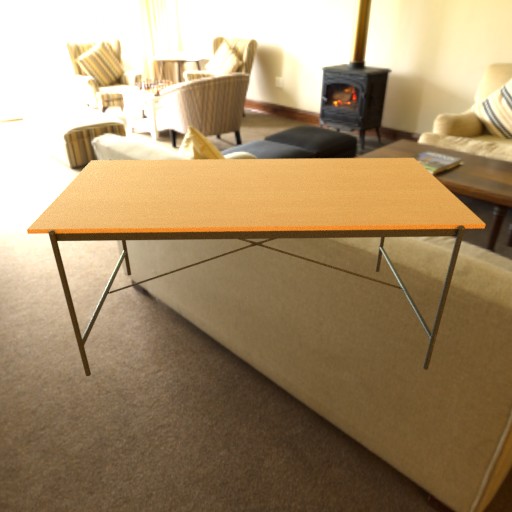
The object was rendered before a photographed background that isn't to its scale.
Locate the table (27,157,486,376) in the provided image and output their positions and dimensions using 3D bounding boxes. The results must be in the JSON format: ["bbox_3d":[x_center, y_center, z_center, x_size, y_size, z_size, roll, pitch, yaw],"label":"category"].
[{"bbox_3d":[0.000,0.000,2.295,1.800,0.758,0.900,-1,30,-1],"label":"table"}]
